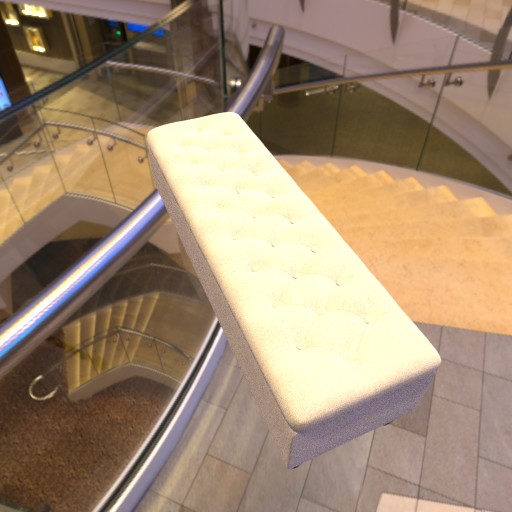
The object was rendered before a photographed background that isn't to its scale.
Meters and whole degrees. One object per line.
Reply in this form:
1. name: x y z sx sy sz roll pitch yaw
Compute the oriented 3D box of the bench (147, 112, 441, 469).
1. bench: 0.000 0.000 1.720 0.455 0.467 1.480 -17 48 -16
